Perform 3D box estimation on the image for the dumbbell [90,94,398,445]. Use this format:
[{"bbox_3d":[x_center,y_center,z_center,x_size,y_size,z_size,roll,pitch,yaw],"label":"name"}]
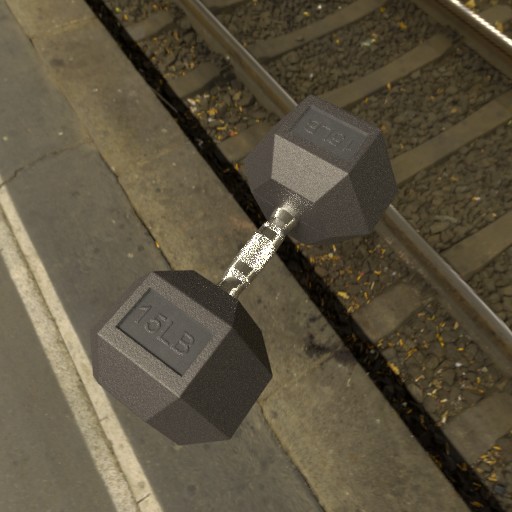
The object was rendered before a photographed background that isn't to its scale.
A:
[{"bbox_3d":[0.000,0.000,0.335,0.122,0.106,0.271,32,68,15],"label":"dumbbell"}]
